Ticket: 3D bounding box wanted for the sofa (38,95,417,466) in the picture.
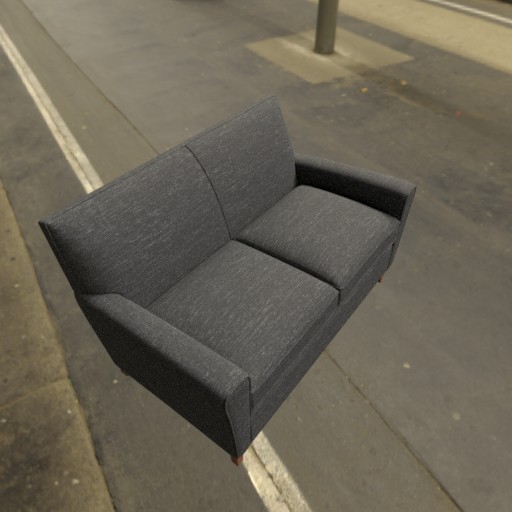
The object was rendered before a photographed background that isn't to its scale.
[{"bbox_3d":[0.000,0.000,1.999,0.875,0.846,1.420,27,49,27],"label":"sofa"}]
